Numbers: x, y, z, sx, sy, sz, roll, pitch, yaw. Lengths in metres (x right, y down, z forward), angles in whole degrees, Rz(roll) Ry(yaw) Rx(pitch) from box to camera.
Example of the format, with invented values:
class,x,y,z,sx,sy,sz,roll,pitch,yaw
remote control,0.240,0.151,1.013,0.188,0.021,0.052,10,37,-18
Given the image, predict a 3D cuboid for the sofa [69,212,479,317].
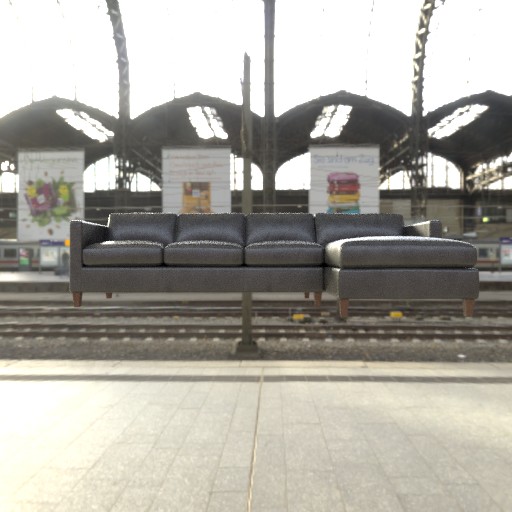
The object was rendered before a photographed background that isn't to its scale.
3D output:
class,x,y,z,sx,sy,sz,roll,pitch,yaw
sofa,0.000,0.000,3.929,3.203,0.883,1.581,0,0,0
